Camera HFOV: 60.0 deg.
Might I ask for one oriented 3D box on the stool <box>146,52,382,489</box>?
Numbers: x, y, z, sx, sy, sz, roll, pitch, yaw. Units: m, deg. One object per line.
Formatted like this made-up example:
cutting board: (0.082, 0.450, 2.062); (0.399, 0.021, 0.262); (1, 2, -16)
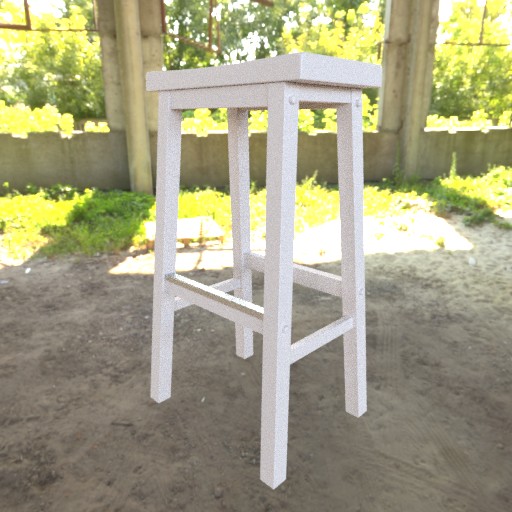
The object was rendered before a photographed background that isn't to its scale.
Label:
stool: (0.000, 0.000, 0.949); (0.406, 0.742, 0.322); (16, 23, 42)
